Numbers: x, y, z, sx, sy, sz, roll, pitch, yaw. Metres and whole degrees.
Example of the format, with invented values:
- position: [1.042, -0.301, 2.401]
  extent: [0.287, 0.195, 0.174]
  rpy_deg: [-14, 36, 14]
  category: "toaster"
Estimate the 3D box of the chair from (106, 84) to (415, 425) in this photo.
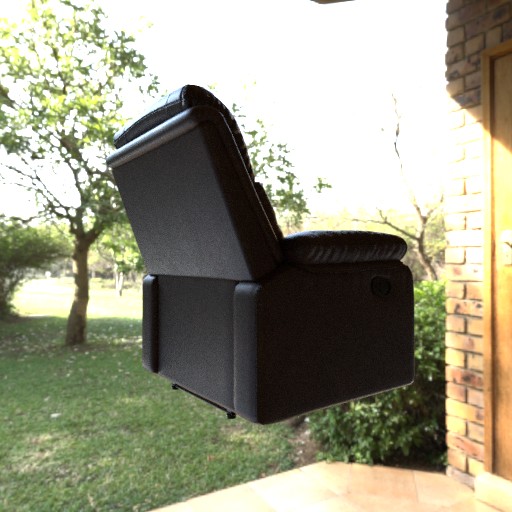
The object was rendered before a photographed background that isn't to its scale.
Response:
- position: [0.000, 0.000, 1.655]
  extent: [0.919, 0.992, 0.855]
  rpy_deg: [0, -1, -36]
  category: "chair"
